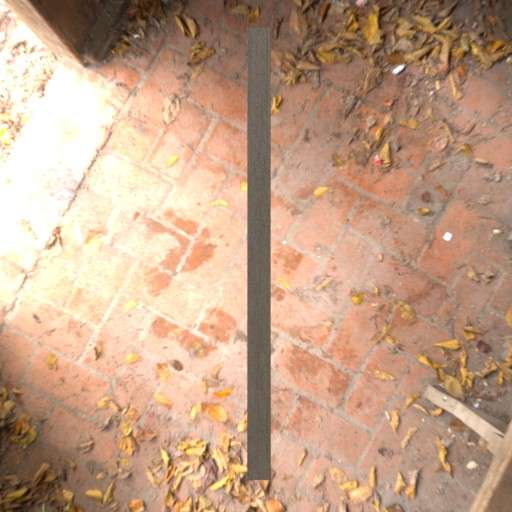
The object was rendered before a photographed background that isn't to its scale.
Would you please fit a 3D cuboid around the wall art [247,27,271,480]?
[{"bbox_3d":[0.000,0.000,1.120,0.039,0.758,0.758,0,89,-1],"label":"wall art"}]
